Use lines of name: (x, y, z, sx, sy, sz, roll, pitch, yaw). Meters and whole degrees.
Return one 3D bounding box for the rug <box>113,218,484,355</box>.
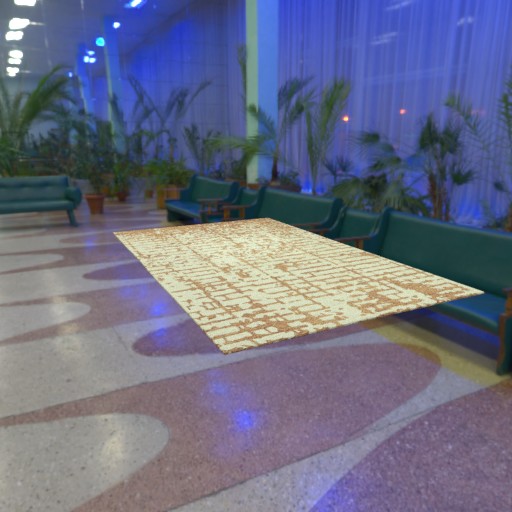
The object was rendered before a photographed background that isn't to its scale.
rug: (0.000, 0.000, 3.091, 1.517, 0.011, 2.435, -8, 17, -26)
